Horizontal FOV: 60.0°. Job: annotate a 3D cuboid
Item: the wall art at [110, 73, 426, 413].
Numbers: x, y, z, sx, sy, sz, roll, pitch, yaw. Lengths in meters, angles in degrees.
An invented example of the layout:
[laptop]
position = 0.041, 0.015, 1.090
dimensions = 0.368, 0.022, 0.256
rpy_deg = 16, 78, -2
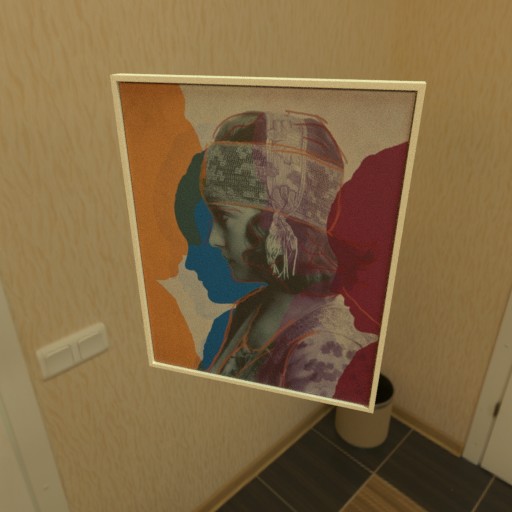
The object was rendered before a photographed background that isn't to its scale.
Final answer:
[wall art]
position = 0.000, 0.000, 0.734
dimensions = 0.443, 0.549, 0.030
rpy_deg = 8, 28, 15
